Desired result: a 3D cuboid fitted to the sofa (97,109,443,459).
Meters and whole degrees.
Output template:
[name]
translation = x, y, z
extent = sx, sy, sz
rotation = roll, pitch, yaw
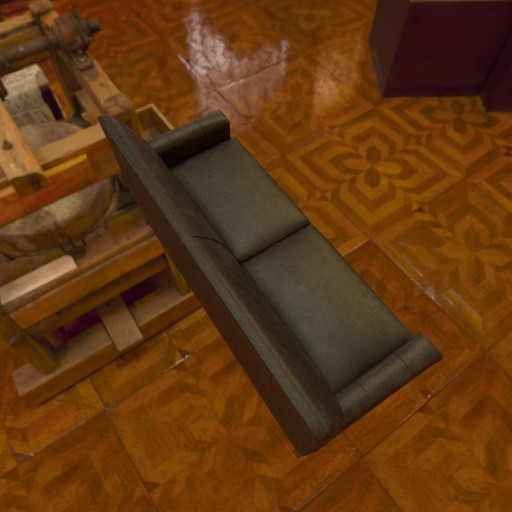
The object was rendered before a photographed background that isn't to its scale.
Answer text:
[sofa]
translation = 0.000, 0.000, 2.523
extent = 0.805, 0.947, 2.053
rotation = -29, 62, -17
